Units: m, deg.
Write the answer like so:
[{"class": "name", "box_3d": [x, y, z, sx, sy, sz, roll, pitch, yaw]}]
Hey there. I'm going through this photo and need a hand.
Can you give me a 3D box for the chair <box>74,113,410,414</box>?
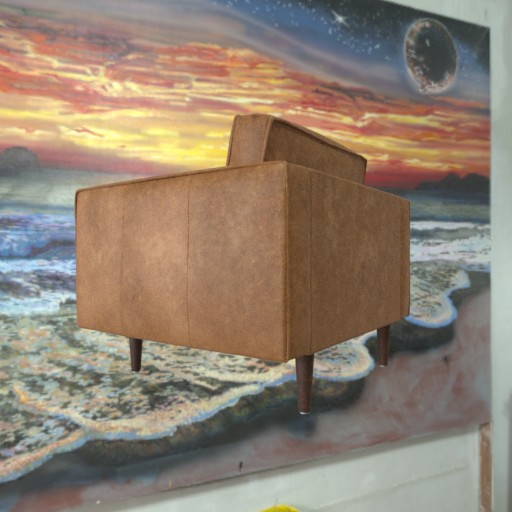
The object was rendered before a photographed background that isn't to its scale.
[{"class": "chair", "box_3d": [0.000, 0.000, 1.521, 0.798, 0.767, 0.928, 0, 1, 36]}]
